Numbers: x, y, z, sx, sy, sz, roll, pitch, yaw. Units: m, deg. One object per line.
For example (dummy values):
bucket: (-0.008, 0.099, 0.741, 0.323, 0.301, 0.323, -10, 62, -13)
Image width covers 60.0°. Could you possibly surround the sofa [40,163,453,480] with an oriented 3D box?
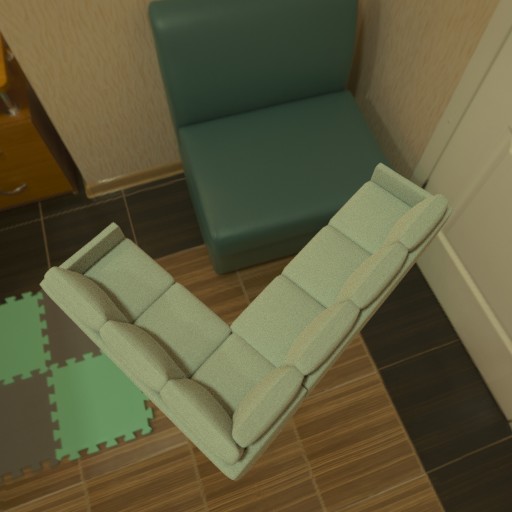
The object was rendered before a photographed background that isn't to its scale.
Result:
sofa: (0.000, 0.000, 4.514, 2.522, 0.934, 3.333, 38, 69, 18)
